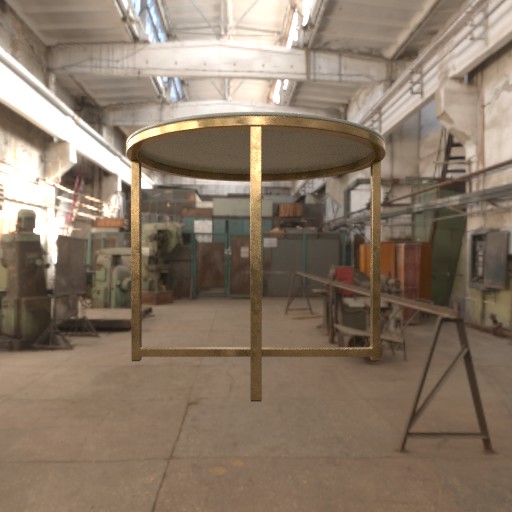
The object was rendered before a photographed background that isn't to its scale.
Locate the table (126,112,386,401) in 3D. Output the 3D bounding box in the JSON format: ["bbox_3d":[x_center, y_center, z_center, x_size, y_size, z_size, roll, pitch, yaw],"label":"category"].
[{"bbox_3d":[0.000,0.000,0.891,0.500,0.420,0.500,0,0,0],"label":"table"}]
